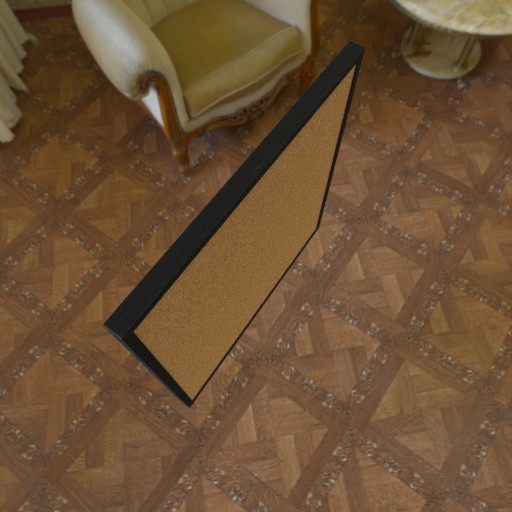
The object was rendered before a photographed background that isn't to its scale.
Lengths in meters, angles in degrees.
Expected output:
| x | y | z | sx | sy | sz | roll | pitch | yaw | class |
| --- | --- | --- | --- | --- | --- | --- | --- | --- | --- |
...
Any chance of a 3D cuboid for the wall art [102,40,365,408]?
| x | y | z | sx | sy | sz | roll | pitch | yaw | class |
| --- | --- | --- | --- | --- | --- | --- | --- | --- | --- |
| 0.000 | 0.000 | 1.139 | 0.037 | 0.761 | 0.761 | 32 | 68 | 14 | wall art |
